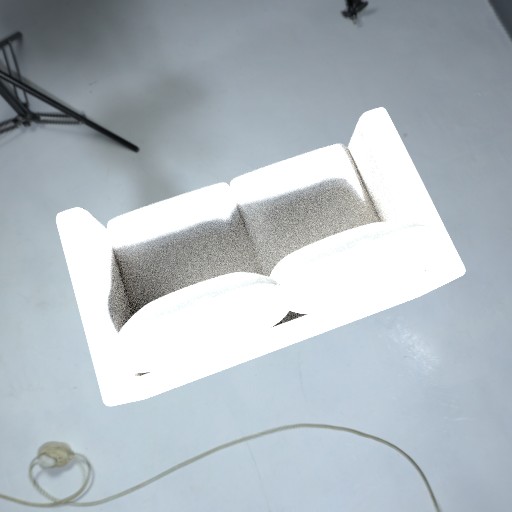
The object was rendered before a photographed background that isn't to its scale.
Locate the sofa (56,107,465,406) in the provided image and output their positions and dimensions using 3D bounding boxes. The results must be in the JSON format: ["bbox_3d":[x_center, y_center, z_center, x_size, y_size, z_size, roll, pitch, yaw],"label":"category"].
[{"bbox_3d":[0.000,0.000,1.941,1.430,0.908,0.796,-19,76,-5],"label":"sofa"}]
